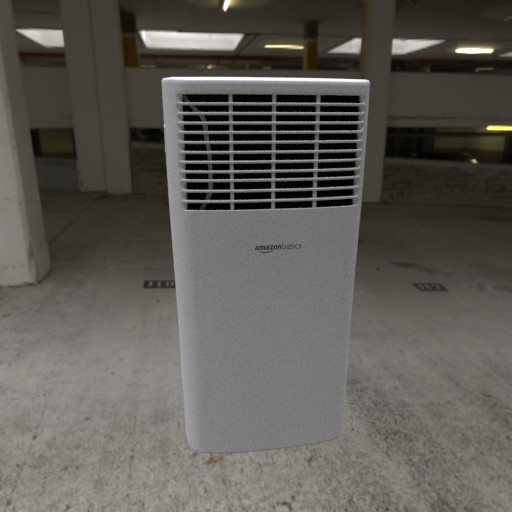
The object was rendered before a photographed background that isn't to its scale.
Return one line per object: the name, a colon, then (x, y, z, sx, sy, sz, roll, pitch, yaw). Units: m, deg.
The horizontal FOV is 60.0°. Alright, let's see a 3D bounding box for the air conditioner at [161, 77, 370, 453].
air conditioner: (0.000, 0.000, 0.811, 0.304, 0.606, 0.349, -3, 17, -8)
